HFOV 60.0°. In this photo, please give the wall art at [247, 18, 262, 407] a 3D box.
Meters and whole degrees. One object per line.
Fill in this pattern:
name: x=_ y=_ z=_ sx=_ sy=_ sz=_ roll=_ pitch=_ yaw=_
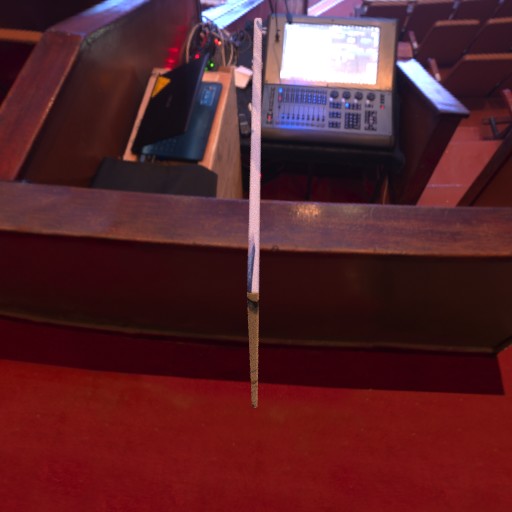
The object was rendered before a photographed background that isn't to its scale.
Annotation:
wall art: x=0.000 y=0.000 z=1.158 sx=0.016 sy=0.914 sz=0.610 roll=1 pitch=62 yaw=0
